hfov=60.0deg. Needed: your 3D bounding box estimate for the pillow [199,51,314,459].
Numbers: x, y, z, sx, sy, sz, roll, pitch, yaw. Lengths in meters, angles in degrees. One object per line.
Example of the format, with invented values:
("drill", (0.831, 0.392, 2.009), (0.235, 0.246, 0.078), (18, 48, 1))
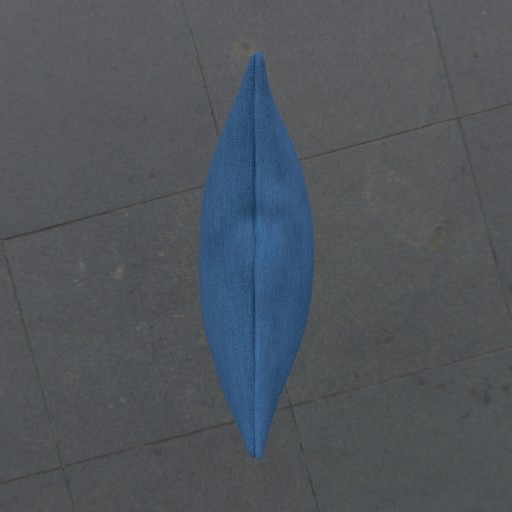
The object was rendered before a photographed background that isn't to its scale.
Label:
("pillow", (0.000, 0.000, 0.675), (0.177, 0.420, 0.437), (0, 90, 0))
